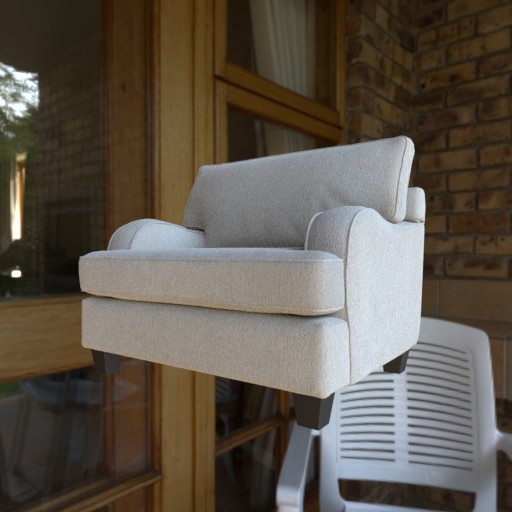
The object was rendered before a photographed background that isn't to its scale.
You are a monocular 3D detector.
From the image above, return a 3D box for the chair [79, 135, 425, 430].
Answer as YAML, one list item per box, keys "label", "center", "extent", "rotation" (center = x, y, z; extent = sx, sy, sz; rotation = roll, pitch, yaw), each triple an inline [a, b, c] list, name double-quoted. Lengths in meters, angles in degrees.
- label: "chair"
  center: [0.000, 0.000, 1.972]
  extent: [1.220, 1.016, 1.041]
  rotation: [0, 1, 36]
